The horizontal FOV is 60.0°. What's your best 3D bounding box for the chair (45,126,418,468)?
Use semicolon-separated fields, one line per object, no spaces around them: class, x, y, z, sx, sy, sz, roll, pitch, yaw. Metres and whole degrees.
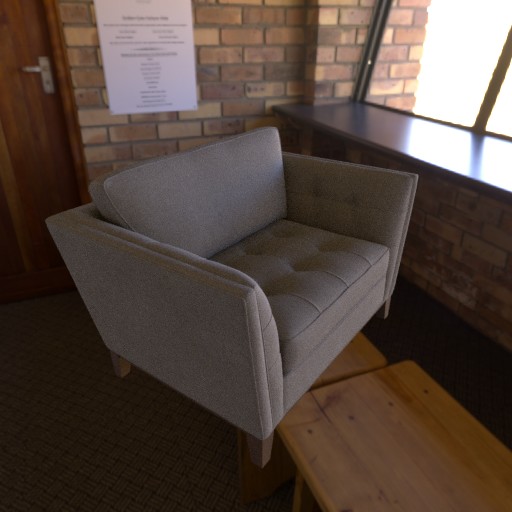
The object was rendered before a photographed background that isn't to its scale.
chair;0.000;0.000;2.051;0.965;0.942;1.396;18;32;32
